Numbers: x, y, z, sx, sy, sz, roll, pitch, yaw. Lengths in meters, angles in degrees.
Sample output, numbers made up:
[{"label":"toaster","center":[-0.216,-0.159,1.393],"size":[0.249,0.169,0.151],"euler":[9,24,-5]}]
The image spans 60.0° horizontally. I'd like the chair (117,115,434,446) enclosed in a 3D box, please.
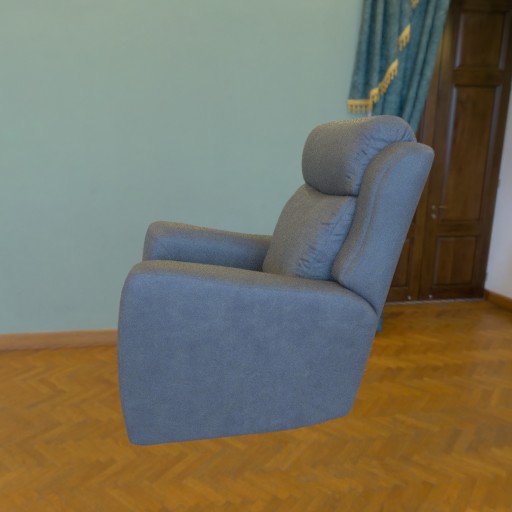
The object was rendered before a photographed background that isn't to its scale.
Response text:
[{"label":"chair","center":[0.000,0.000,1.876],"size":[1.068,1.116,0.967],"euler":[-2,14,-9]}]
